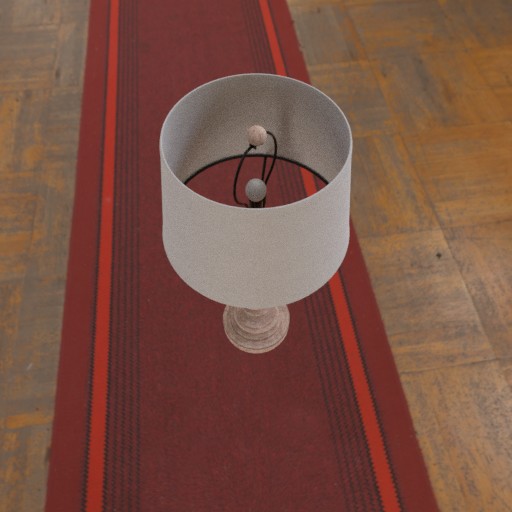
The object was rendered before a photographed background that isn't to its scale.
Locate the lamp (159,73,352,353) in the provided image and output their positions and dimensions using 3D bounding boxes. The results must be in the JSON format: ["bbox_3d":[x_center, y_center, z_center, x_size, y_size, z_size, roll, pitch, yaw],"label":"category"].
[{"bbox_3d":[0.000,0.000,0.906,0.340,0.678,0.340,0,58,0],"label":"lamp"}]
